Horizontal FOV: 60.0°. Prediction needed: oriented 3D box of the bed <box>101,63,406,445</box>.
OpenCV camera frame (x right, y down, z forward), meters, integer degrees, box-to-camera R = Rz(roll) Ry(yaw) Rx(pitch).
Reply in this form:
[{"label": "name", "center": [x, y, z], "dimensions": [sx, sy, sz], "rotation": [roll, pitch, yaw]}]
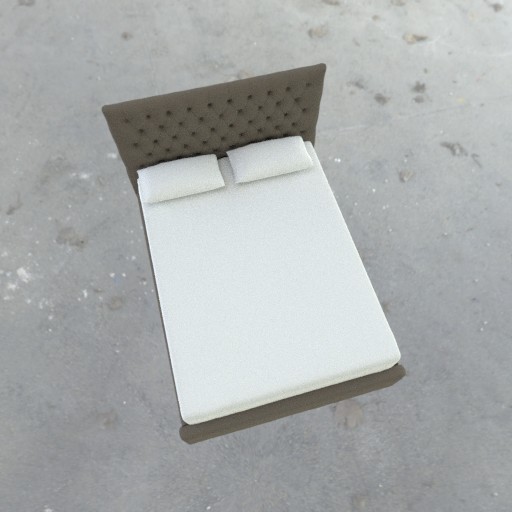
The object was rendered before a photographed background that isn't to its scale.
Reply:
[{"label": "bed", "center": [0.000, 0.000, 3.388], "dimensions": [1.696, 1.426, 2.233], "rotation": [-14, 64, -7]}]
